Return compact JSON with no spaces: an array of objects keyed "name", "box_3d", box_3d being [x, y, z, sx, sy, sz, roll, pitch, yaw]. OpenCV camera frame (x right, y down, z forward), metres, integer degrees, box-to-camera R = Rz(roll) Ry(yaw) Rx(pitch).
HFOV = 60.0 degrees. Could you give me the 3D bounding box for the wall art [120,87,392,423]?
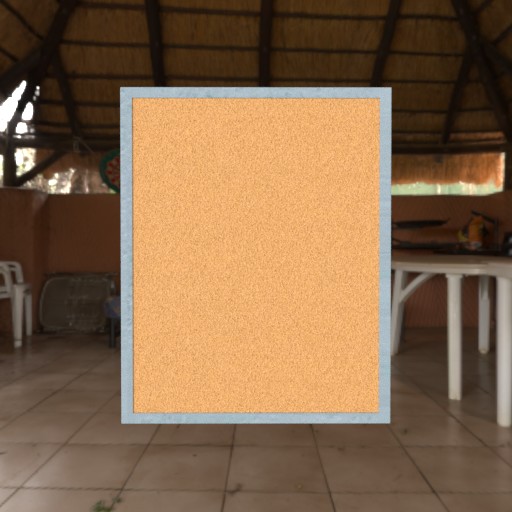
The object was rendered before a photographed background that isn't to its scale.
[{"name":"wall art","box_3d":[0.000,0.000,0.689,0.409,0.509,0.037,0,1,0]}]
